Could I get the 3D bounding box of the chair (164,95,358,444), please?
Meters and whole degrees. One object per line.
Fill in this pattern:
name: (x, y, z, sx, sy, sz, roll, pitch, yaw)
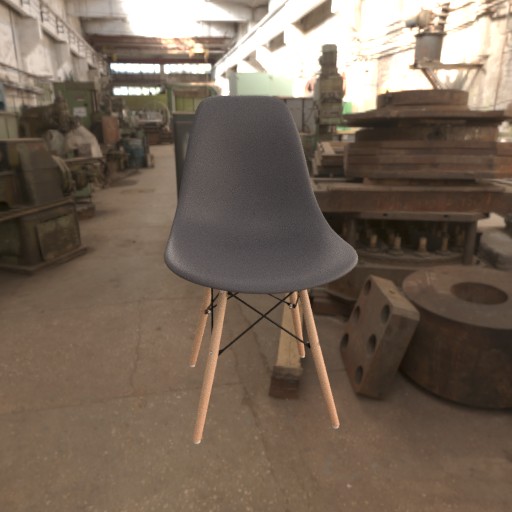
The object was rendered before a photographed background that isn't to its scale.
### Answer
chair: (0.000, 0.000, 1.176, 0.470, 0.826, 0.533, -3, 18, -9)
